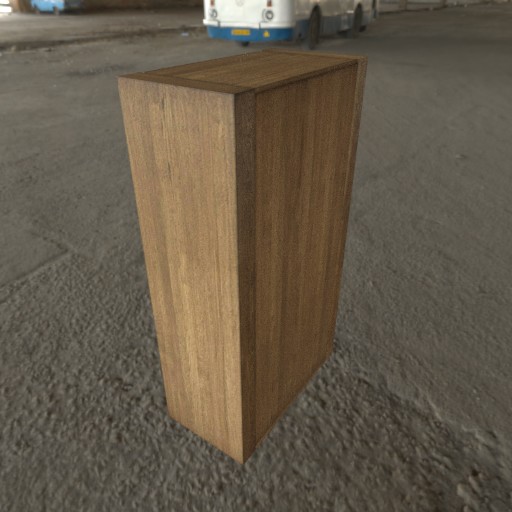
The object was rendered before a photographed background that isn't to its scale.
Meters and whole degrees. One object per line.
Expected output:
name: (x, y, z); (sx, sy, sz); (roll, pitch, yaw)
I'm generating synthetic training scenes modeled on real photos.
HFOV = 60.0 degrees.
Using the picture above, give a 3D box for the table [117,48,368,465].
table: (0.000, 0.000, 2.500); (0.600, 2.000, 1.100); (20, 37, 29)
